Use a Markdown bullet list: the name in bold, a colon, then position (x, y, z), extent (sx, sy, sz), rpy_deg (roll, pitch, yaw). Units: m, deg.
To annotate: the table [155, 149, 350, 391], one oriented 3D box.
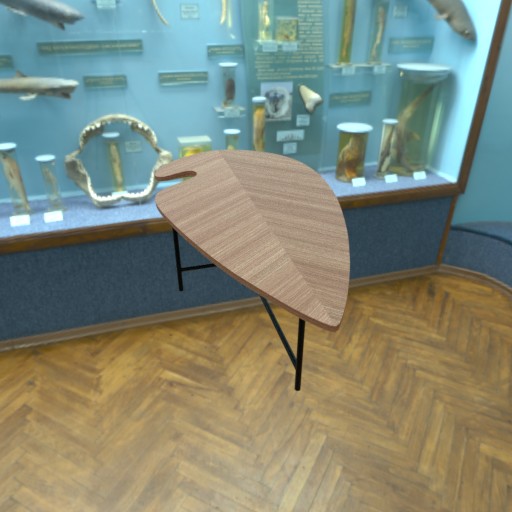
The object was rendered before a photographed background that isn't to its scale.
- **table**: position (0.000, 0.000, 1.477), extent (0.598, 0.360, 1.199), rpy_deg (-8, 32, -13)
